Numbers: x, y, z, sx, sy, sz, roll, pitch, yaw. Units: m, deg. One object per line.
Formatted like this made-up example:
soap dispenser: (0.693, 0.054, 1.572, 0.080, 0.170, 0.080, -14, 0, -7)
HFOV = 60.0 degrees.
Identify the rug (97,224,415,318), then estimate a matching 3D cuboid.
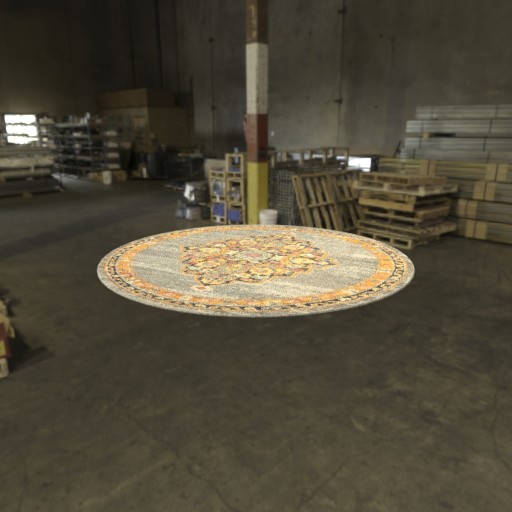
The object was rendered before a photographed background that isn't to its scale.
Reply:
rug: (0.000, 0.000, 2.358, 1.598, 0.010, 1.598, 0, 16, 0)
